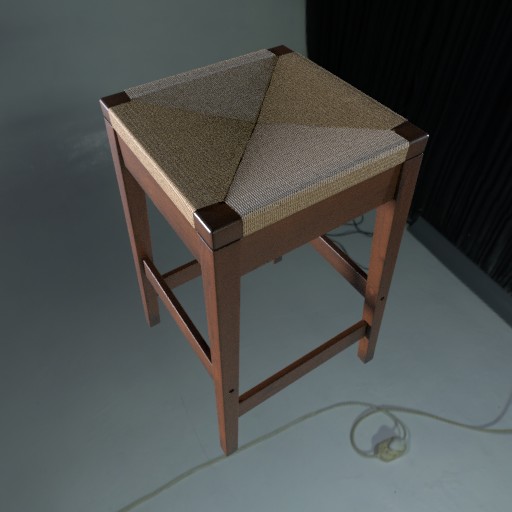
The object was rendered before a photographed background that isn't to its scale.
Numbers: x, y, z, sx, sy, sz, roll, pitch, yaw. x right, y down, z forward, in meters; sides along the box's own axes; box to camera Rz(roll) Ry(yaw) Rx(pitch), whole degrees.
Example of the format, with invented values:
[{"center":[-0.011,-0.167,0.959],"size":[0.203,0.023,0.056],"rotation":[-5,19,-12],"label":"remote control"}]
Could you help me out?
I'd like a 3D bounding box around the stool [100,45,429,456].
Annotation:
[{"center":[0.000,0.000,1.074],"size":[0.507,0.762,0.497],"rotation":[-26,53,-21],"label":"stool"}]
